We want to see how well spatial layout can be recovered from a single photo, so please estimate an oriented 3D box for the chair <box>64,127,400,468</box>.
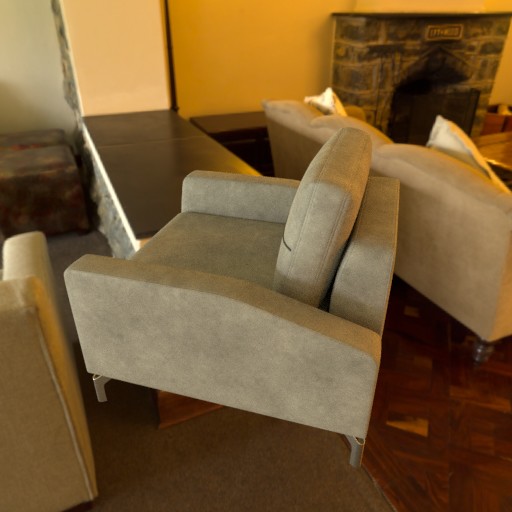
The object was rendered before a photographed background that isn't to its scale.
[{"bbox_3d":[0.000,0.000,1.553,0.900,0.800,0.900,8,31,15],"label":"chair"}]
